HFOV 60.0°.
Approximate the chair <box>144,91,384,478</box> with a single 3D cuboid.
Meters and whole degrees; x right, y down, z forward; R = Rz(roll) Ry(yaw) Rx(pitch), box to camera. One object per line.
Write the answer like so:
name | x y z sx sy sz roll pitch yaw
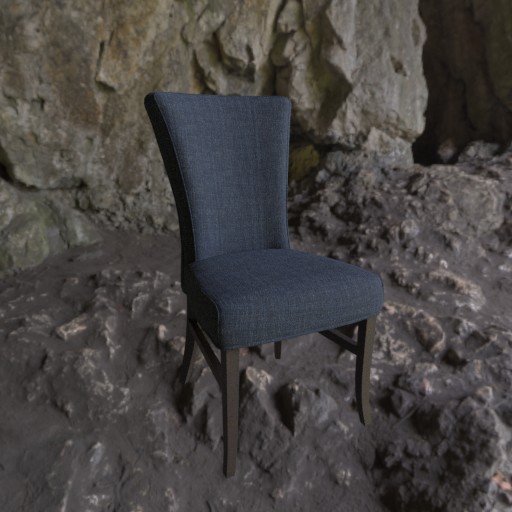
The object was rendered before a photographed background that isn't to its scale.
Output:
chair | 0.000 0.000 1.393 0.520 0.991 0.660 -8 18 -26
